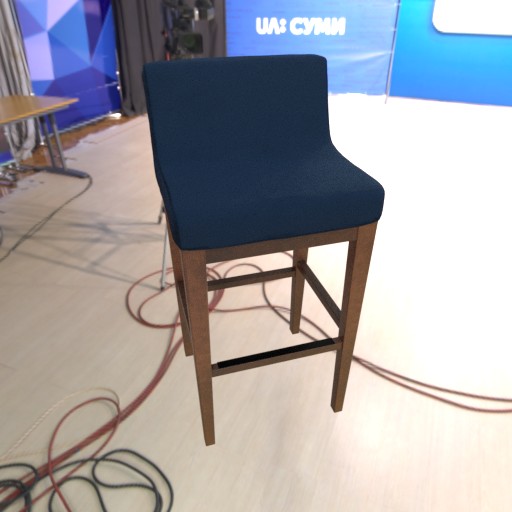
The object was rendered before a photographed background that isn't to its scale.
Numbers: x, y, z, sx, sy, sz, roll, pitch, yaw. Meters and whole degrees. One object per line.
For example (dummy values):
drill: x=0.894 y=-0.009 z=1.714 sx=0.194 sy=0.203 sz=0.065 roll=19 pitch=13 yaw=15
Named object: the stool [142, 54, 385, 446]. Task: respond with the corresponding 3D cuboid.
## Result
stool: x=0.000 y=0.000 z=1.317 sx=0.511 sy=1.037 sz=0.500 roll=-9 pitch=34 yaw=-14
